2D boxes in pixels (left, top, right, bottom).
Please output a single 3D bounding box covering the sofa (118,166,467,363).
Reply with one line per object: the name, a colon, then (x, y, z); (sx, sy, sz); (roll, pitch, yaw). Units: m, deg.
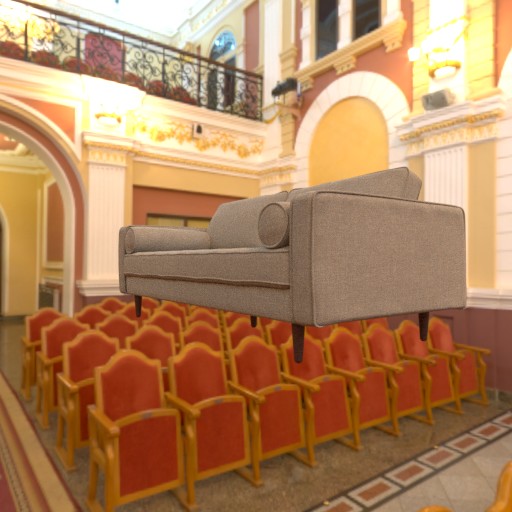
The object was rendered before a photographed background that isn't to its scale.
sofa: (0.000, 0.000, 2.380); (0.914, 0.762, 1.879); (0, -1, -35)
